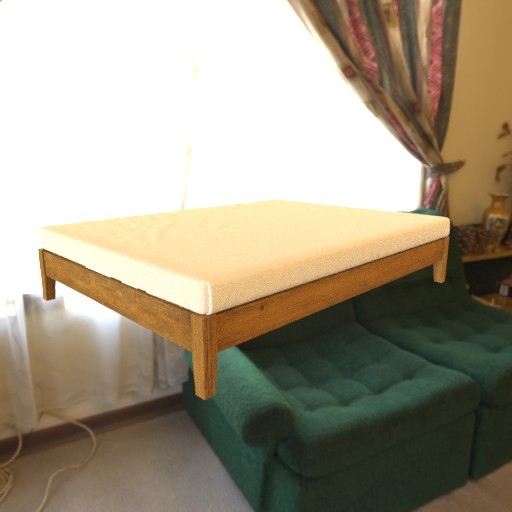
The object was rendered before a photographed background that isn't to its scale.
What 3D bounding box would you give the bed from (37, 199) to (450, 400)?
[{"bbox_3d":[0.000,0.000,2.715,2.016,0.431,1.536,-13,19,-43],"label":"bed"}]
